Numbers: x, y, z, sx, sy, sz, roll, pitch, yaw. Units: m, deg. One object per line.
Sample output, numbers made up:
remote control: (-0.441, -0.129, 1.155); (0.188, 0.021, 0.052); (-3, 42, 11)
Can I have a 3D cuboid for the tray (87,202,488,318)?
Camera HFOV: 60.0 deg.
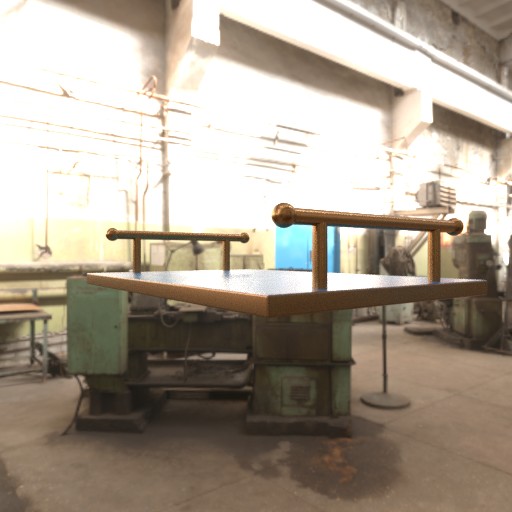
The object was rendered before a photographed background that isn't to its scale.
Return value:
tray: (0.000, 0.000, 0.573); (0.304, 0.084, 0.444); (0, 0, -36)
